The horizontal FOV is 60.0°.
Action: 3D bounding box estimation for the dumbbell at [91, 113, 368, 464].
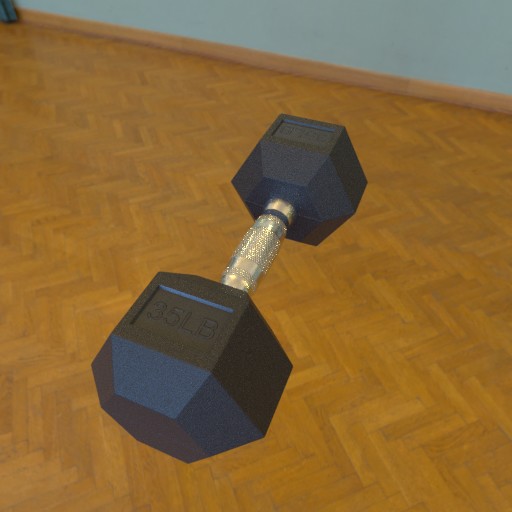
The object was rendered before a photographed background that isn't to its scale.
[{"bbox_3d":[0.000,0.000,0.413,0.141,0.123,0.356,17,48,16],"label":"dumbbell"}]
